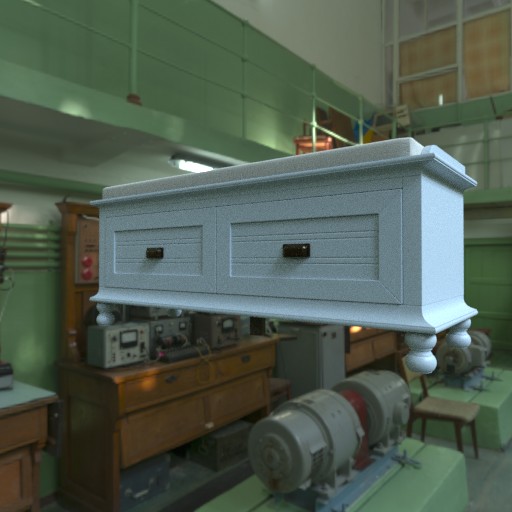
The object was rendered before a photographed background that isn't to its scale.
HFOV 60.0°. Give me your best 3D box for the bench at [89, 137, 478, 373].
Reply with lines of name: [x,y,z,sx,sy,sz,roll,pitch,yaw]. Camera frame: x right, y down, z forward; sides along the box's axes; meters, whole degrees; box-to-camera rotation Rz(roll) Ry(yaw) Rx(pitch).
bench: [0.000,0.000,1.384,1.185,0.486,0.402,0,-1,37]
